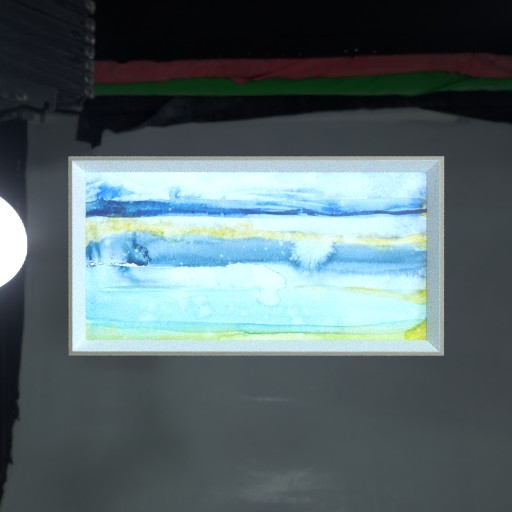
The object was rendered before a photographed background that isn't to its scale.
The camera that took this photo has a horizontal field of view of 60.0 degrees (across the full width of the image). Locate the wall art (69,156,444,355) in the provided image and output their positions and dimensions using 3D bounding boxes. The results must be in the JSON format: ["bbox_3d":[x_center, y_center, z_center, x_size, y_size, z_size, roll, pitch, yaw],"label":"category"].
[{"bbox_3d":[0.000,0.000,0.979,0.812,0.431,0.038,0,0,0],"label":"wall art"}]
